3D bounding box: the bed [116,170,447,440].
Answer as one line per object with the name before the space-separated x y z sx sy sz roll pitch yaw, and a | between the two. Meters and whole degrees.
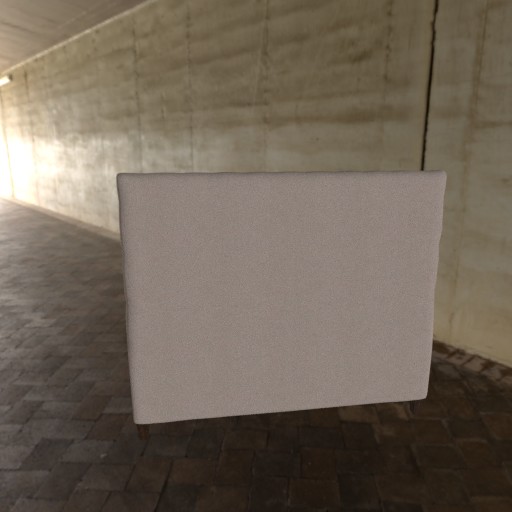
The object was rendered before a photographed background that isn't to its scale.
bed | 0.000 0.000 3.472 1.698 1.427 2.387 -2 14 -8
